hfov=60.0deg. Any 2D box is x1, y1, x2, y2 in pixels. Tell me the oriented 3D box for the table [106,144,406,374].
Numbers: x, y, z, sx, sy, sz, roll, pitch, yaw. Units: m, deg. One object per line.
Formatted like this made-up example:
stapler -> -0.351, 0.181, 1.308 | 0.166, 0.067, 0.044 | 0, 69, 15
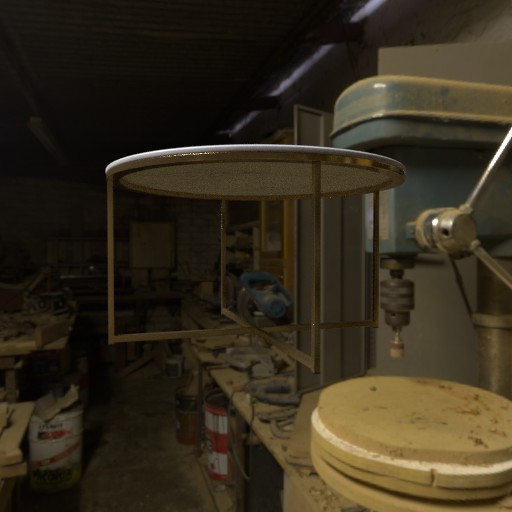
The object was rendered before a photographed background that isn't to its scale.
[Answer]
table -> 0.000, 0.000, 1.251 | 0.800, 0.450, 0.800 | 0, 1, 0
